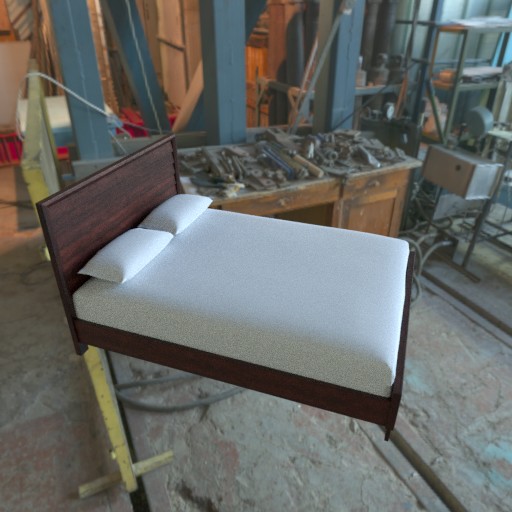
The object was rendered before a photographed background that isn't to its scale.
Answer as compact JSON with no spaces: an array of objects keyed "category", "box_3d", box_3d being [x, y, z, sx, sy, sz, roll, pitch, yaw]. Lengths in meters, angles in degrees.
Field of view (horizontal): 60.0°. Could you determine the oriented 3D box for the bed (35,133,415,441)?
[{"category":"bed","box_3d":[0.000,0.000,4.071,2.803,1.492,2.040,10,32,17]}]
